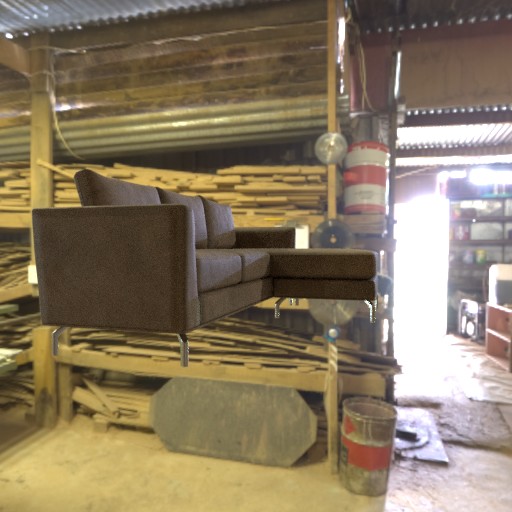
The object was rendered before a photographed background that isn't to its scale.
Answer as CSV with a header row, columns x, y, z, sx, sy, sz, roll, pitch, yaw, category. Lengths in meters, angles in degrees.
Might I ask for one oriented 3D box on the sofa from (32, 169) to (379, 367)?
x,y,z,sx,sy,sz,roll,pitch,yaw,category
0.000,0.000,3.143,1.622,0.987,2.438,0,1,17,sofa
